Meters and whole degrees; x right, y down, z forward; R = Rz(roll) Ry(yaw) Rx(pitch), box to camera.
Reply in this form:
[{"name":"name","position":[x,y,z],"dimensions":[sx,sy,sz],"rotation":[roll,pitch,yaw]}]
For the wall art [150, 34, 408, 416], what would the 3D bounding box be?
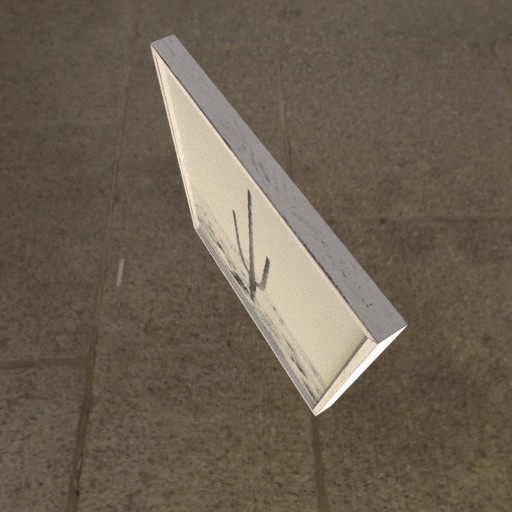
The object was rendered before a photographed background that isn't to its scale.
[{"name":"wall art","position":[0.000,0.000,0.755],"dimensions":[0.038,0.508,0.508],"rotation":[-29,66,-14]}]
